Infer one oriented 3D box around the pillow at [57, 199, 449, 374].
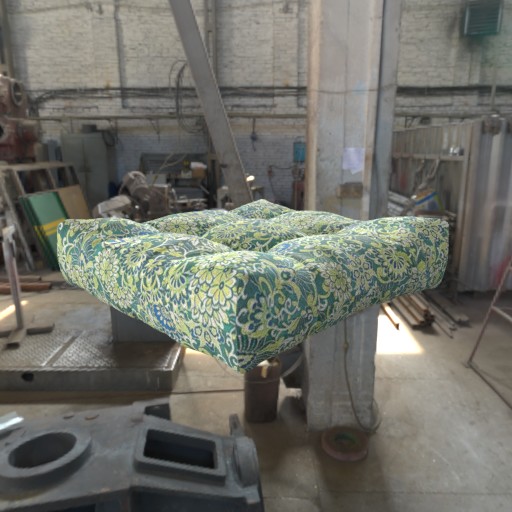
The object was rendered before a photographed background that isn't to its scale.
[{"bbox_3d":[0.000,0.000,0.739,0.490,0.128,0.468,-13,19,-43],"label":"pillow"}]
